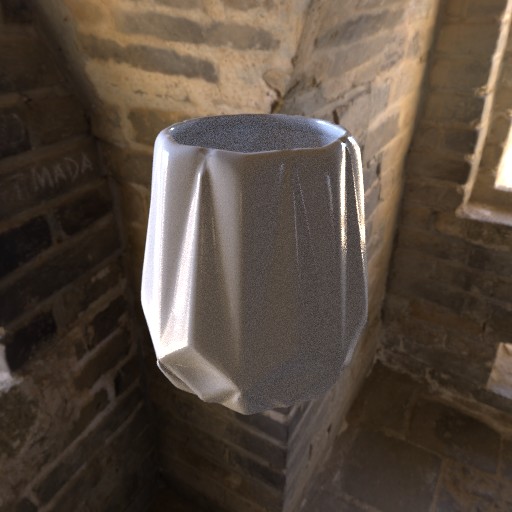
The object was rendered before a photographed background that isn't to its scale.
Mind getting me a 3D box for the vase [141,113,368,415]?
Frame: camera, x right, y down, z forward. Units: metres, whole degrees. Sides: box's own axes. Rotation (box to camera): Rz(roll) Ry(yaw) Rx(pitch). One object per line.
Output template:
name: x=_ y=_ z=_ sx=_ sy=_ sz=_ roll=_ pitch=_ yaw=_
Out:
vase: x=0.000 y=0.000 z=0.269 sx=0.141 sy=0.152 sz=0.141 roll=0 pitch=28 yaw=0
